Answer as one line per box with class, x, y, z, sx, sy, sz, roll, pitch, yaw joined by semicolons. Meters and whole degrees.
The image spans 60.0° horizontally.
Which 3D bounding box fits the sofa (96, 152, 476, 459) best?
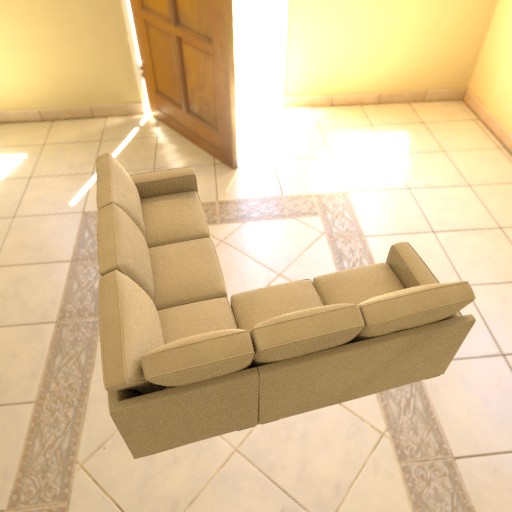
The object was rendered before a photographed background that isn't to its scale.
sofa;0.000;0.000;3.365;2.182;0.939;2.189;-11;47;-11
